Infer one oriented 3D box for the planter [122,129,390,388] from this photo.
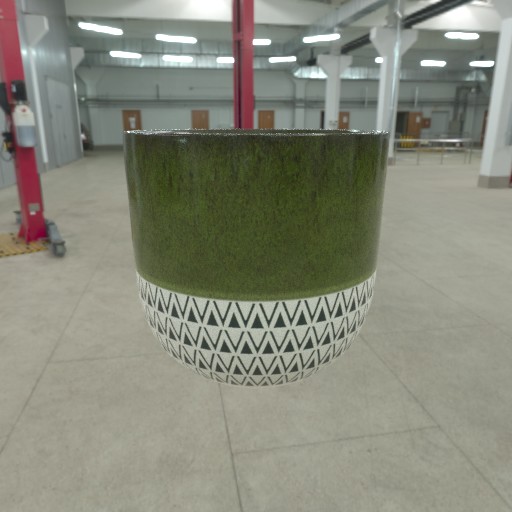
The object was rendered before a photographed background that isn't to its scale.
[{"bbox_3d":[0.000,0.000,0.496,0.266,0.270,0.266,0,17,0],"label":"planter"}]
